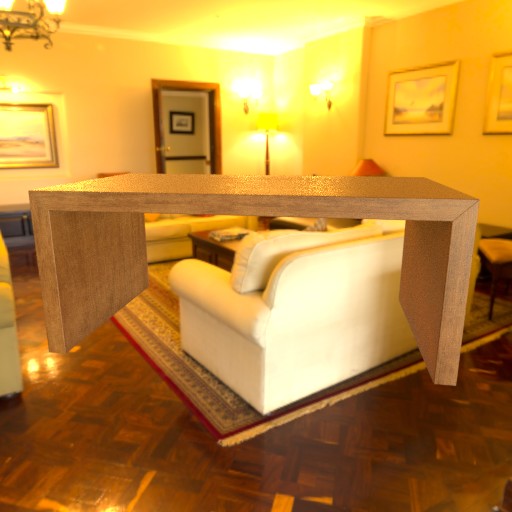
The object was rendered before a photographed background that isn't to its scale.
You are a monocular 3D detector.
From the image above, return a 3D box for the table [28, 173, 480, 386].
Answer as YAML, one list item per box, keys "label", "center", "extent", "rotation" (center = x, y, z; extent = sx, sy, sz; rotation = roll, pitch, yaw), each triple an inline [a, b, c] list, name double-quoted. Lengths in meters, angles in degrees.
- label: "table"
  center: [0.000, 0.000, 1.281]
  extent: [1.000, 0.419, 0.549]
  rotation: [2, 15, 9]
